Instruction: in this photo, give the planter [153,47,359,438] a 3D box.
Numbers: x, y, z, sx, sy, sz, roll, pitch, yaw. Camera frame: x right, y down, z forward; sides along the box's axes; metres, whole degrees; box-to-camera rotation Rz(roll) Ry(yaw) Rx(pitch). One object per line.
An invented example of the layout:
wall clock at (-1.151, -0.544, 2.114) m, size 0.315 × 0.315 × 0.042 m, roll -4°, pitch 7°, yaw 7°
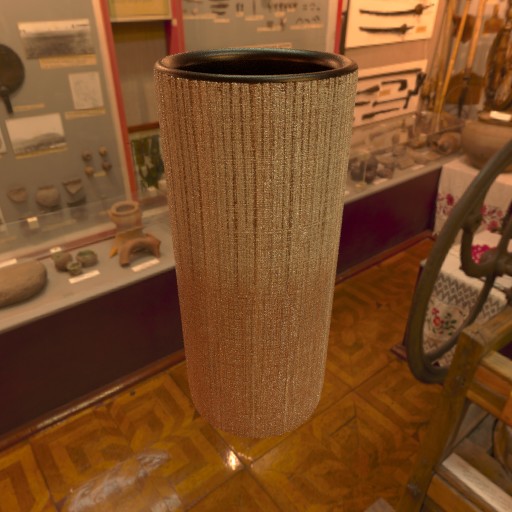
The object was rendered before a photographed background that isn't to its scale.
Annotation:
planter at (0.000, 0.000, 0.278) m, size 0.100 × 0.227 × 0.100 m, roll -21°, pitch 37°, yaw -30°
